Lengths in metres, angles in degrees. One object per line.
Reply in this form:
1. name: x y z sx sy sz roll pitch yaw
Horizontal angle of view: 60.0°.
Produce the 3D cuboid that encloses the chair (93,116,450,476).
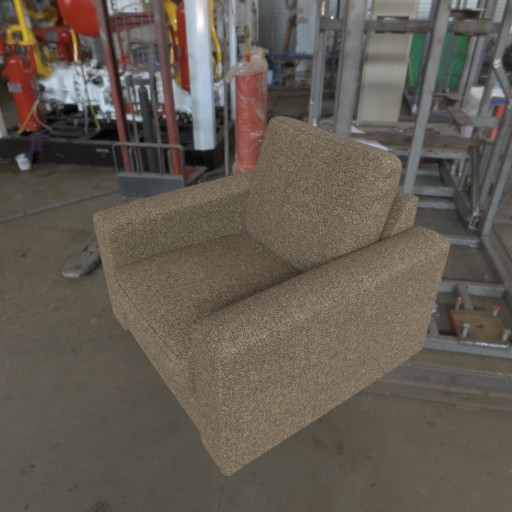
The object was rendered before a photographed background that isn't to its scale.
1. chair: 0.000 0.000 1.747 1.016 0.873 1.005 -21 38 -29
